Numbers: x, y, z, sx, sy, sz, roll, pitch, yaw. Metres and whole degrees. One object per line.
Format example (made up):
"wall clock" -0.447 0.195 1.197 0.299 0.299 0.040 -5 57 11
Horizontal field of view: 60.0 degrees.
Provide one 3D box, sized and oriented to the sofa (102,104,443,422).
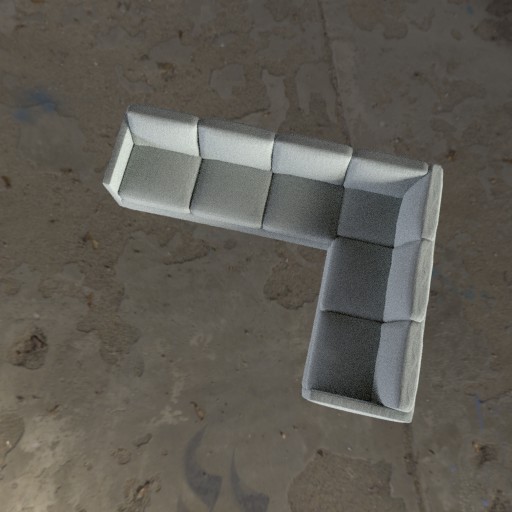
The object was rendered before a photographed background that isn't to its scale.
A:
"sofa" 0.000 0.000 4.455 3.333 0.934 2.522 12 76 3
